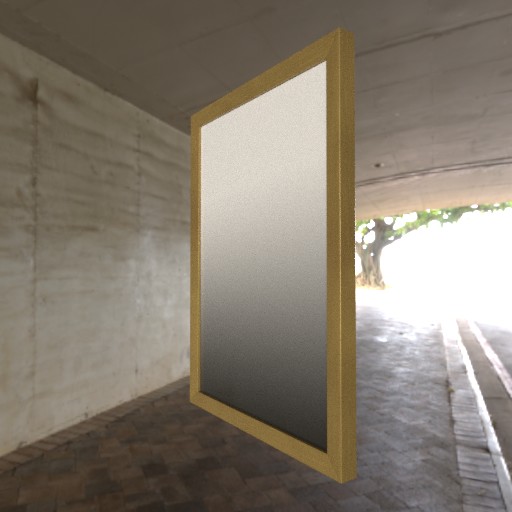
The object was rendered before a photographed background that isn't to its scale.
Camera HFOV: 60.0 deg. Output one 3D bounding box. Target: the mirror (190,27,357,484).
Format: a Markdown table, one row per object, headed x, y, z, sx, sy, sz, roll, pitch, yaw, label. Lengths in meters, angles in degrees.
| x | y | z | sx | sy | sz | roll | pitch | yaw | label |
| --- | --- | --- | --- | --- | --- | --- | --- | --- | --- |
| 0.000 | 0.000 | 0.906 | 0.040 | 0.710 | 0.507 | 1 | -2 | -36 | mirror |
